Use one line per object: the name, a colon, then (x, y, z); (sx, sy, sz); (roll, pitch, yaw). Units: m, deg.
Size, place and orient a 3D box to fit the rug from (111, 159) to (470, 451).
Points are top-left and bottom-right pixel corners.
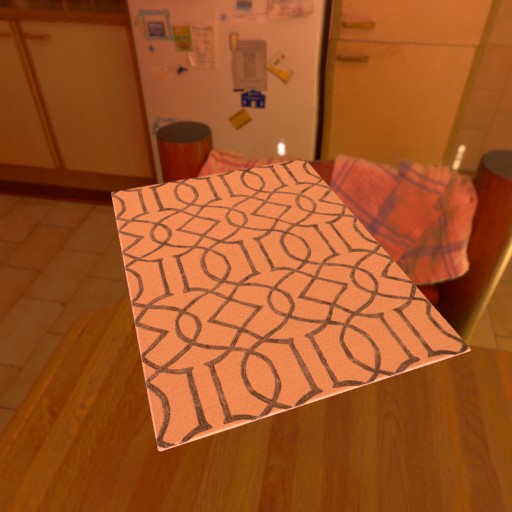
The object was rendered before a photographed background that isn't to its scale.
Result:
rug: (0.000, 0.000, 3.892); (2.211, 0.021, 2.910); (-13, 43, -14)
